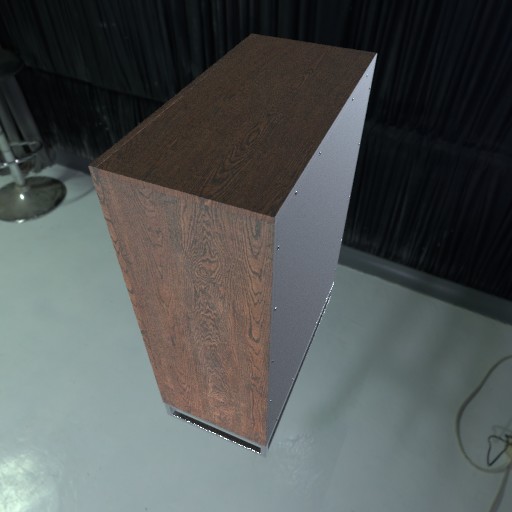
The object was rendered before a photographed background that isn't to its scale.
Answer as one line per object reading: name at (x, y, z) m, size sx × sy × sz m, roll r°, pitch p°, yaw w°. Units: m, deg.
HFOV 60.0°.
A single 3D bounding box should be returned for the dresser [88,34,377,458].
dresser at (0.000, 0.000, 1.773) m, size 0.508 × 1.321 × 0.965 m, roll 17°, pitch 48°, yaw 16°
